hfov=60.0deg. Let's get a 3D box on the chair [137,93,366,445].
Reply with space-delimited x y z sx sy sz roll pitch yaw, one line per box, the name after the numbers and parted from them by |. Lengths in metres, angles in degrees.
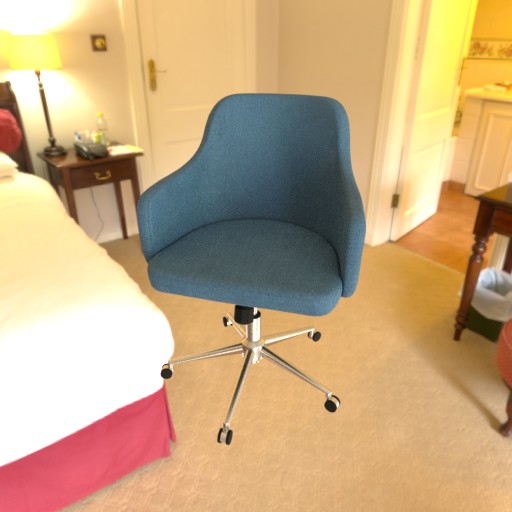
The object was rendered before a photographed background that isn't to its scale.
0.000 0.000 1.278 0.599 0.820 0.655 7 28 14 | chair
